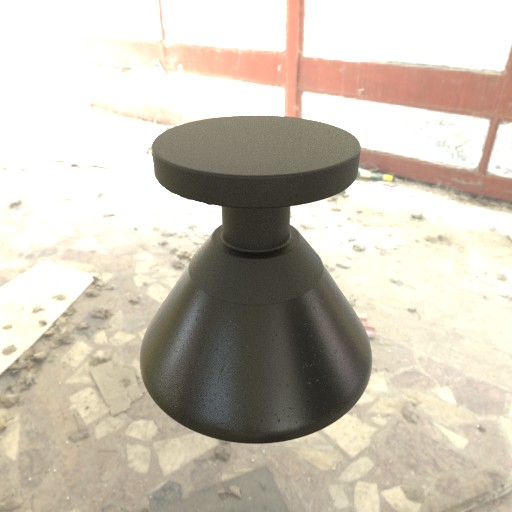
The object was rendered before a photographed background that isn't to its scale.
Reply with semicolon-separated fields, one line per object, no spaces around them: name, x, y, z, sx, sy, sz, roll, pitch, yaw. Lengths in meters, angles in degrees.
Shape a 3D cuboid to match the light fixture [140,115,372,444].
light fixture;0.000;0.000;0.345;0.200;0.183;0.200;0;31;0
